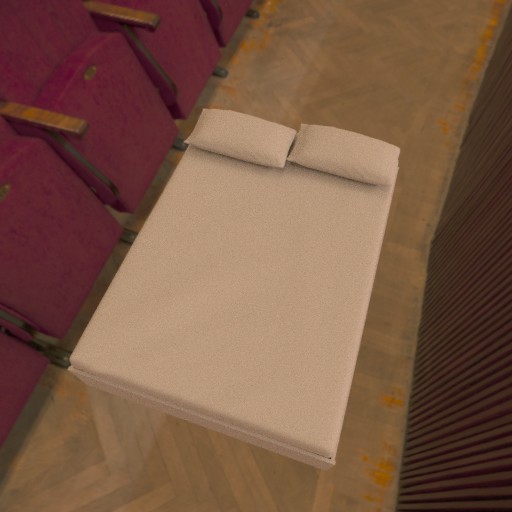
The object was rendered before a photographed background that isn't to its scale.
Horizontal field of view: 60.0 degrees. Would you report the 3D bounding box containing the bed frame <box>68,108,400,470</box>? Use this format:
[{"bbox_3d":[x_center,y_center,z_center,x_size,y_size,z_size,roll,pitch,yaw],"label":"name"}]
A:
[{"bbox_3d":[0.000,0.000,2.692,1.450,0.629,1.950,16,61,9],"label":"bed frame"}]
